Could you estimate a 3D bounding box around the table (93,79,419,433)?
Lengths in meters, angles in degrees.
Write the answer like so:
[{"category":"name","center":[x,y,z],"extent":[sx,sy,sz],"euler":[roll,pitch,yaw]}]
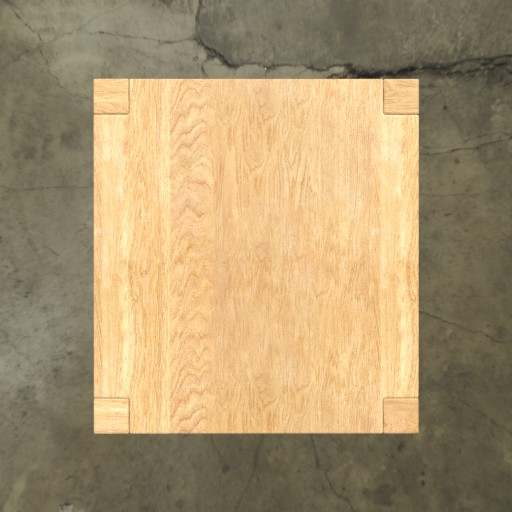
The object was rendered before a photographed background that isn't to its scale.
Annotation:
[{"category":"table","center":[0.000,0.000,0.822],"extent":[0.440,0.450,0.480],"euler":[0,90,0]}]
